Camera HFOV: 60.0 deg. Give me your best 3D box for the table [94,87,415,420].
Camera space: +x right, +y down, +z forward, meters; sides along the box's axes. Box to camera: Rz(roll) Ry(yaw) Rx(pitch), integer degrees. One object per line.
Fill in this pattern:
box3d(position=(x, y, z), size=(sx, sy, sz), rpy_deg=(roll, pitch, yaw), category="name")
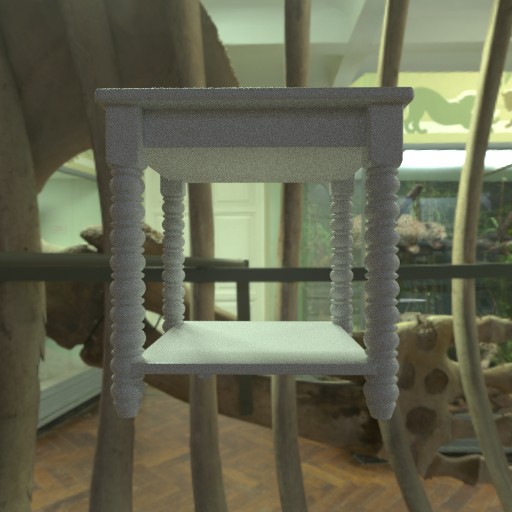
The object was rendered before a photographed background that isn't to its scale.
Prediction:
box3d(position=(0.000, 0.000, 0.983), size=(0.533, 0.563, 0.500), rpy_deg=(0, 1, 1), category="table")
